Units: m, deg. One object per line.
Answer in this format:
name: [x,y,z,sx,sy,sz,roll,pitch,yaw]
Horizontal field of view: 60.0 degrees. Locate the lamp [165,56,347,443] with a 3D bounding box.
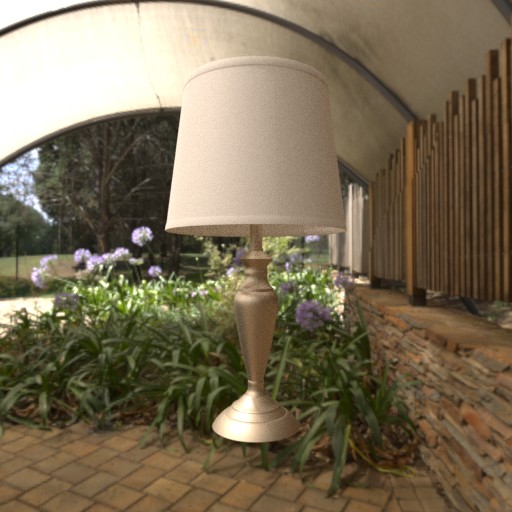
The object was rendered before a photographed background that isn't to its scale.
lamp: [0.000,0.000,0.816,0.328,0.619,0.328,0,-1,0]
